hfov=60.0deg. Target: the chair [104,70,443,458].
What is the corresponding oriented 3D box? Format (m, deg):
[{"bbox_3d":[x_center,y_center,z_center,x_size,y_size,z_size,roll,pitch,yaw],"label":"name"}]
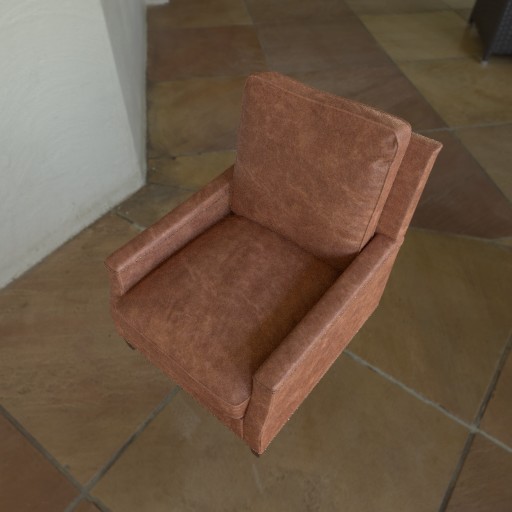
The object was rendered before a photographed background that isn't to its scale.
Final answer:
[{"bbox_3d":[0.000,0.000,1.787,0.854,1.054,1.035,32,55,25],"label":"chair"}]
